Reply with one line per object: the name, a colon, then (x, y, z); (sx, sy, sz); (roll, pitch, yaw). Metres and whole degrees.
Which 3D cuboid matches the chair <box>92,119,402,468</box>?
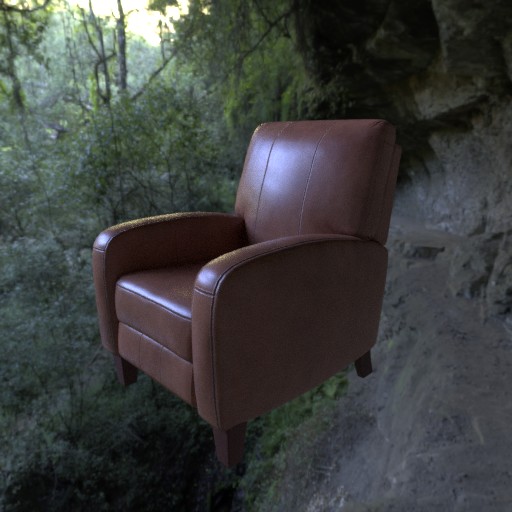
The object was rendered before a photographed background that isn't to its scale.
chair: (0.000, 0.000, 1.669); (0.990, 0.990, 0.762); (-15, 21, -42)
